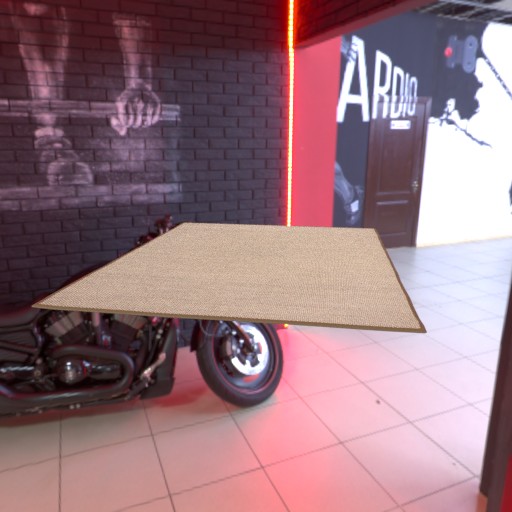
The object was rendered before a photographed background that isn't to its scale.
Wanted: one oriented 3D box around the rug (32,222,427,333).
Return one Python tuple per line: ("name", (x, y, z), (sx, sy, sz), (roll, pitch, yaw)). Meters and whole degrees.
("rug", (0.000, 0.000, 4.057), (2.413, 0.020, 3.041), (2, 15, 9))
